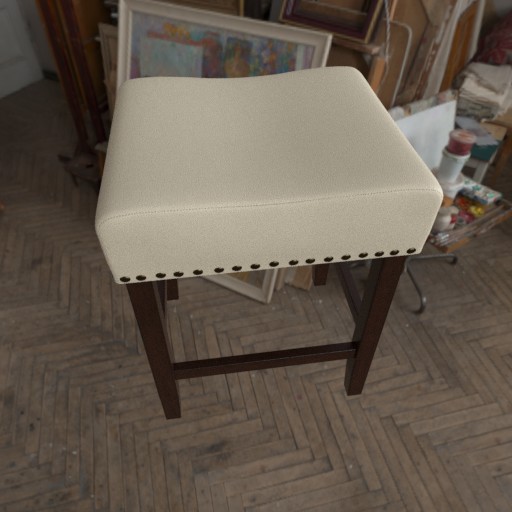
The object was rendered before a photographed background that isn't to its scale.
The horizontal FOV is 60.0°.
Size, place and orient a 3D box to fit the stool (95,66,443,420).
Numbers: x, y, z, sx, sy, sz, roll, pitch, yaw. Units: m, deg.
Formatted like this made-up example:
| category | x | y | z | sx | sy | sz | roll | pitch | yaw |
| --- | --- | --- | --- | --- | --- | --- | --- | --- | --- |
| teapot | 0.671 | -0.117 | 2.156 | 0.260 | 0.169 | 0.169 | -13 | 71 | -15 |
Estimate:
| category | x | y | z | sx | sy | sz | roll | pitch | yaw |
| --- | --- | --- | --- | --- | --- | --- | --- | --- | --- |
| stool | 0.000 | 0.000 | 0.915 | 0.471 | 0.609 | 0.401 | -6 | 46 | -5 |
